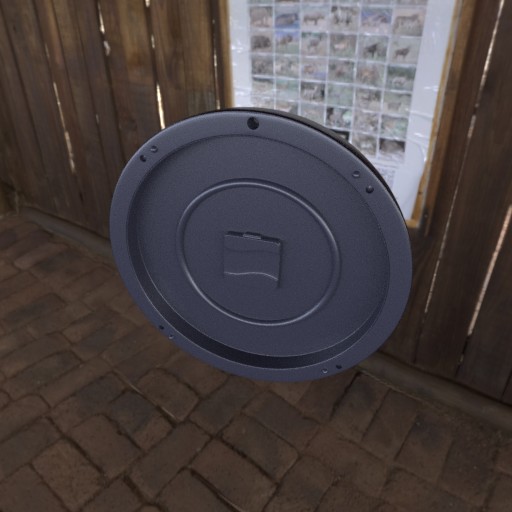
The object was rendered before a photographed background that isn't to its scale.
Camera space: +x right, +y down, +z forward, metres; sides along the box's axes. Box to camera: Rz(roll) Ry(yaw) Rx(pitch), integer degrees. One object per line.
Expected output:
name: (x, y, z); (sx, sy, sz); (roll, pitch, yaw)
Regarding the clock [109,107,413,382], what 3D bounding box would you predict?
clock: (0.000, 0.000, 0.450); (0.300, 0.300, 0.060); (8, 32, 13)
